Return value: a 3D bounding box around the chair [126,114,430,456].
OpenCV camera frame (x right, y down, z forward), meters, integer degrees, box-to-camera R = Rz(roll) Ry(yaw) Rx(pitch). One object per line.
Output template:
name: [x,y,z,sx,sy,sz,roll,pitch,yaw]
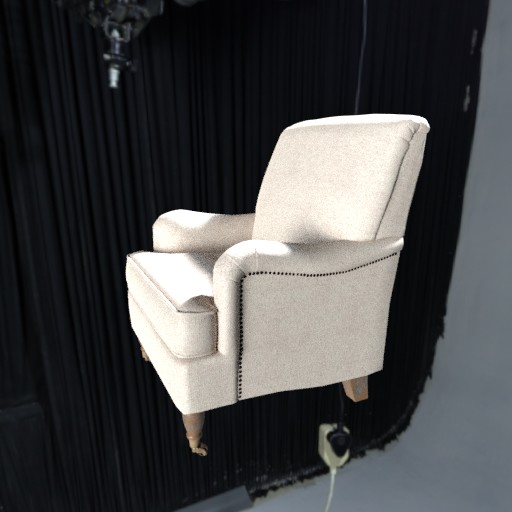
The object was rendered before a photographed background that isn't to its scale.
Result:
chair: [0.000,0.000,1.828,0.953,1.119,0.879,-7,15,-25]
